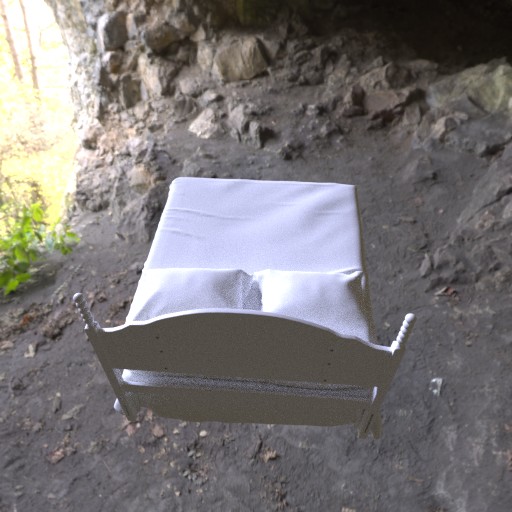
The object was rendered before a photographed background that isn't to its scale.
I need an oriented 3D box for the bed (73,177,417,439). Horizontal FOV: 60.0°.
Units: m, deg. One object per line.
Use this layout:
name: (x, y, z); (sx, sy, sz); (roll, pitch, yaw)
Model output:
bed: (0.000, 0.000, 3.274); (1.873, 1.356, 2.040); (3, 46, 3)
